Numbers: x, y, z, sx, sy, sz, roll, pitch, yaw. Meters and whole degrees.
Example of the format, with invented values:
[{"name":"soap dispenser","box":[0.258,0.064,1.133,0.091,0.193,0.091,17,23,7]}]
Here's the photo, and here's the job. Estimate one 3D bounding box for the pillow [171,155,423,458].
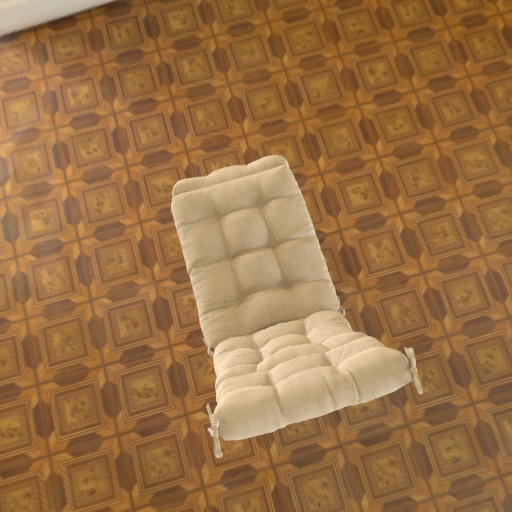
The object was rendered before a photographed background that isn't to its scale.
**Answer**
[{"name":"pillow","box":[0.000,0.000,1.497,0.526,0.863,1.016,-16,78,-4]}]
